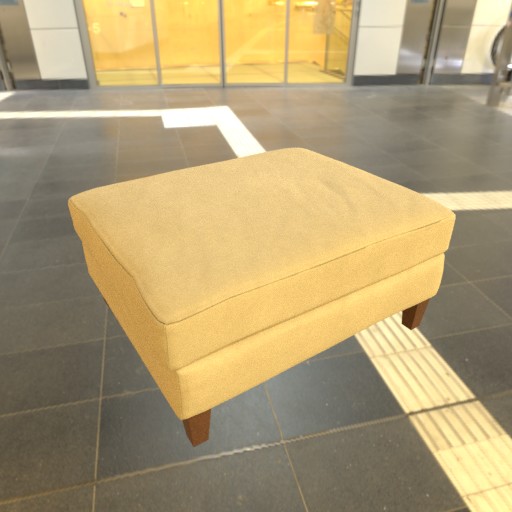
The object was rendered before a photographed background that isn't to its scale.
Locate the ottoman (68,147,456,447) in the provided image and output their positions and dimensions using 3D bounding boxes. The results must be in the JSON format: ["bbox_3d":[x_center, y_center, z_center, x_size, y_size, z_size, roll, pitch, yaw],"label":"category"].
[{"bbox_3d":[0.000,0.000,1.520,1.002,0.492,0.836,-19,36,-28],"label":"ottoman"}]
